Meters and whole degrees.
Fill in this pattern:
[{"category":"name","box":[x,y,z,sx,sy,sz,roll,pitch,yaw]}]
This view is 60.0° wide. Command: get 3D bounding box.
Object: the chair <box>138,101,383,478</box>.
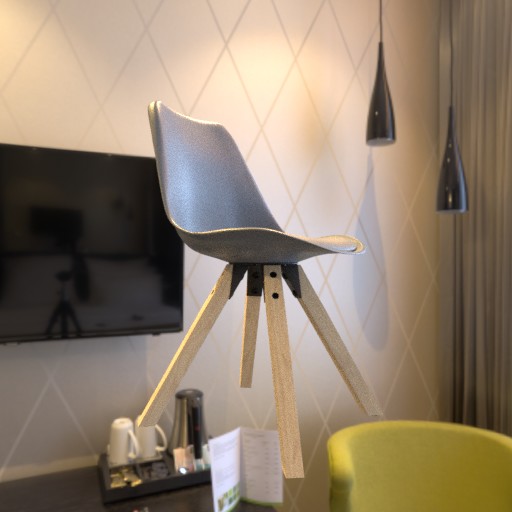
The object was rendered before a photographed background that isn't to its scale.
[{"category":"chair","box":[0.000,0.000,1.163,0.550,0.850,0.485,0,0,36]}]
